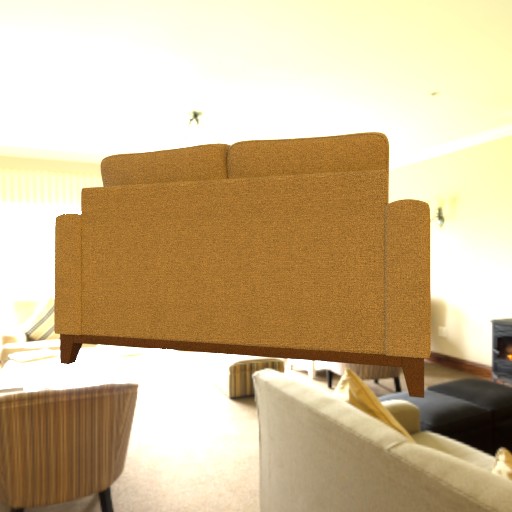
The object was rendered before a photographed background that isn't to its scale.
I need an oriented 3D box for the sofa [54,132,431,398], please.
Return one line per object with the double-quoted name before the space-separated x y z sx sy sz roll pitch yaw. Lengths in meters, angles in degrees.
"sofa" 0.000 0.000 1.994 1.420 0.873 0.917 0 0 18
